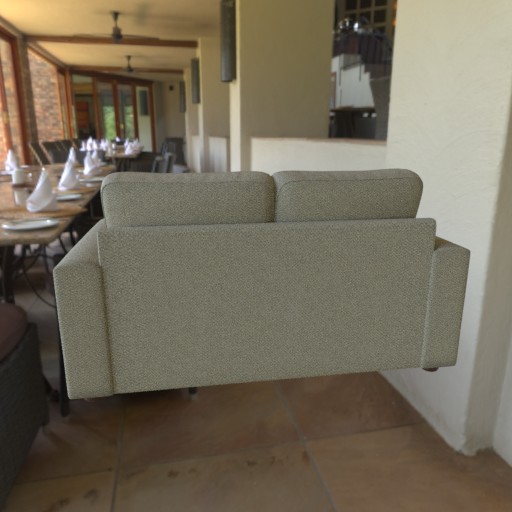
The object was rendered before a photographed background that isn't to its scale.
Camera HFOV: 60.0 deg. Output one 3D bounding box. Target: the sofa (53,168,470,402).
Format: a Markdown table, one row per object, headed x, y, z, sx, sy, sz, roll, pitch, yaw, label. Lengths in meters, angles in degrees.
| x | y | z | sx | sy | sz | roll | pitch | yaw | label |
| --- | --- | --- | --- | --- | --- | --- | --- | --- | --- |
| 0.000 | 0.000 | 2.183 | 1.616 | 0.873 | 1.016 | -2 | 15 | -9 | sofa |
